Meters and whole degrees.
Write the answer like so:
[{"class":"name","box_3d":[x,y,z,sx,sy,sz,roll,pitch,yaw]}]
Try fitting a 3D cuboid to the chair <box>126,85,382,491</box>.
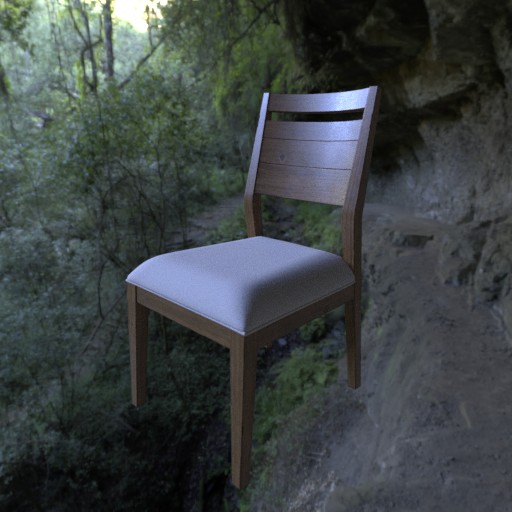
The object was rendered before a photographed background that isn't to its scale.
[{"class":"chair","box_3d":[0.000,0.000,1.298,0.497,0.939,0.610,16,23,42]}]
